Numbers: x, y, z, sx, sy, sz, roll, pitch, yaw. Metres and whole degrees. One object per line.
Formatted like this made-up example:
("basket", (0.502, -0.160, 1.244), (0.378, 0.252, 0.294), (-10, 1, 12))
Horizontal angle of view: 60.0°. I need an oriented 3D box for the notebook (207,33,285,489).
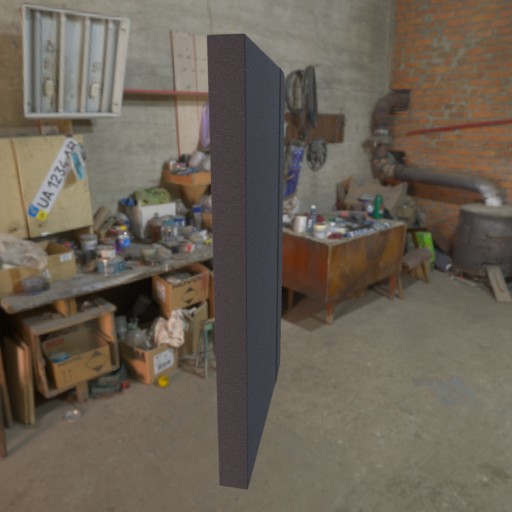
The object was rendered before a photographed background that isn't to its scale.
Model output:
("notebook", (0.000, 0.000, 0.259), (0.016, 0.213, 0.127), (3, 16, 10))
